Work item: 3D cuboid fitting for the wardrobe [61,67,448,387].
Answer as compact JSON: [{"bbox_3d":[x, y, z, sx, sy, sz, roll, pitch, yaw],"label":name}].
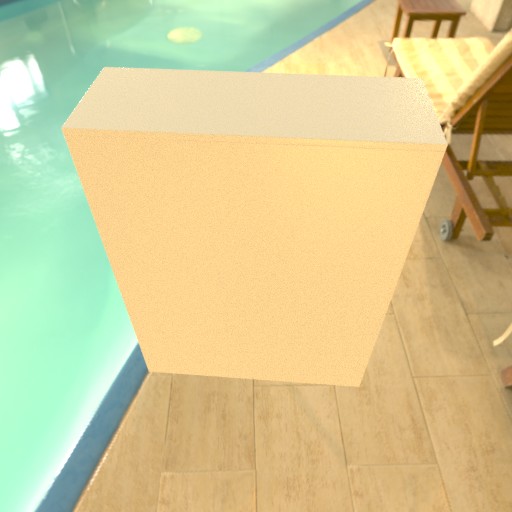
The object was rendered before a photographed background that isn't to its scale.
[{"bbox_3d":[0.000,0.000,1.589,0.900,1.200,0.360,3,47,3],"label":"wardrobe"}]
